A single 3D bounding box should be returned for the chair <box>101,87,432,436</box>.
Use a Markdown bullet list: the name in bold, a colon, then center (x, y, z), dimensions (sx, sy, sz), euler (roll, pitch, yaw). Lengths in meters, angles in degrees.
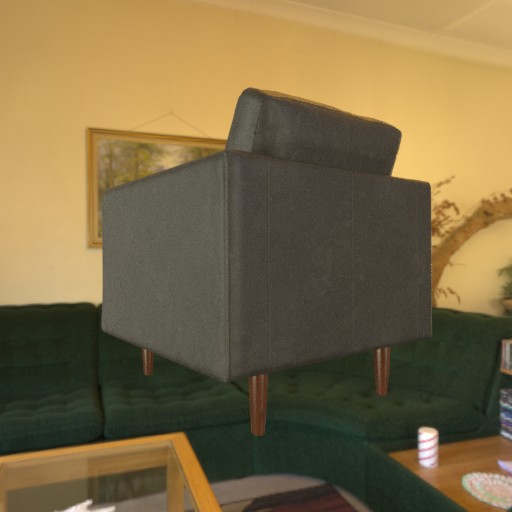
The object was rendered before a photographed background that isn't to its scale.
- **chair**: center (0.000, 0.000, 1.557), dimensions (0.831, 0.898, 0.879), euler (-1, 1, -37)
